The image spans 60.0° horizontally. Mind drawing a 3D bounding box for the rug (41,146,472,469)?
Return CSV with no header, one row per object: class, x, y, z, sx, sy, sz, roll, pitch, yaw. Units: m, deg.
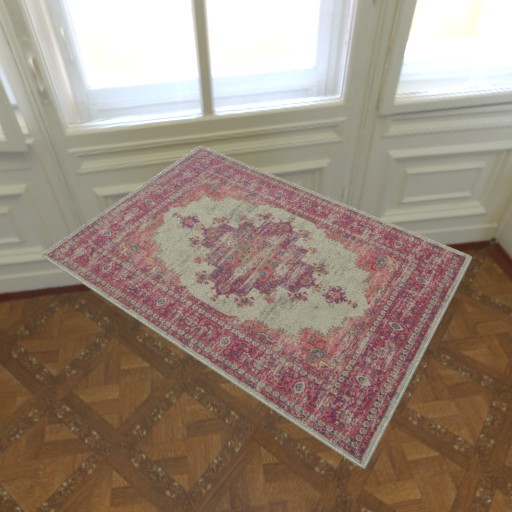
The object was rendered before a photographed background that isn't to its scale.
rug,0.000,0.000,3.591,2.878,0.014,2.005,27,51,24
